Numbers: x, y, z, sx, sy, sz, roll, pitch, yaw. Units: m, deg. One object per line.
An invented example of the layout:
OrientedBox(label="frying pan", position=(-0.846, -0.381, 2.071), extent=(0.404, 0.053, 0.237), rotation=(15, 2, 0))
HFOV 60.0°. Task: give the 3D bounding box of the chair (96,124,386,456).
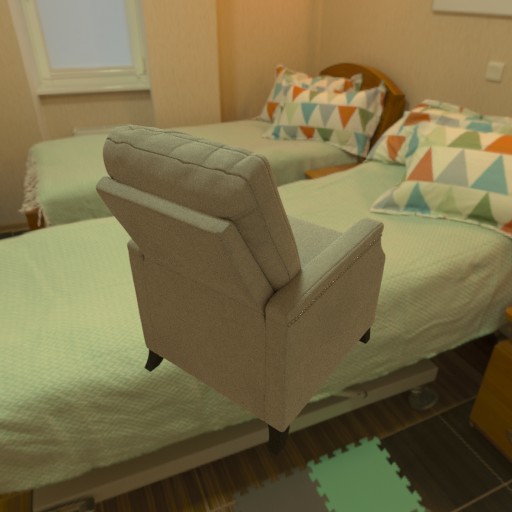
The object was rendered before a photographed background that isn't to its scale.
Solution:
OrientedBox(label="chair", position=(0.000, 0.000, 1.665), extent=(0.710, 1.049, 0.922), rotation=(21, 37, 31))
